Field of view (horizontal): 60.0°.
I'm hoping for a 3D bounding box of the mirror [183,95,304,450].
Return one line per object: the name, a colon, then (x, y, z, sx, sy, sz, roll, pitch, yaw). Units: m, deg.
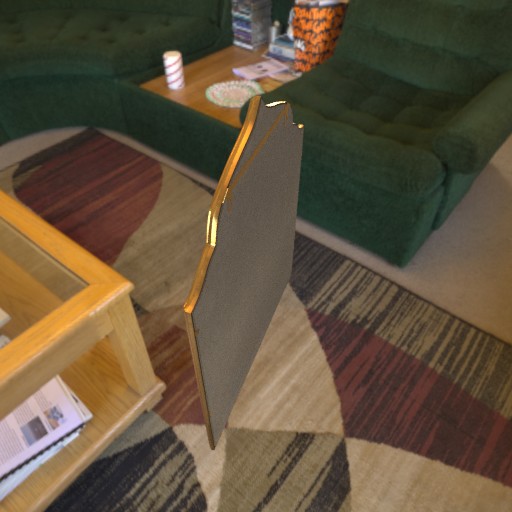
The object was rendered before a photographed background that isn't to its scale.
mirror: (0.000, 0.000, 0.840, 0.018, 0.635, 0.513, 15, 48, 14)
